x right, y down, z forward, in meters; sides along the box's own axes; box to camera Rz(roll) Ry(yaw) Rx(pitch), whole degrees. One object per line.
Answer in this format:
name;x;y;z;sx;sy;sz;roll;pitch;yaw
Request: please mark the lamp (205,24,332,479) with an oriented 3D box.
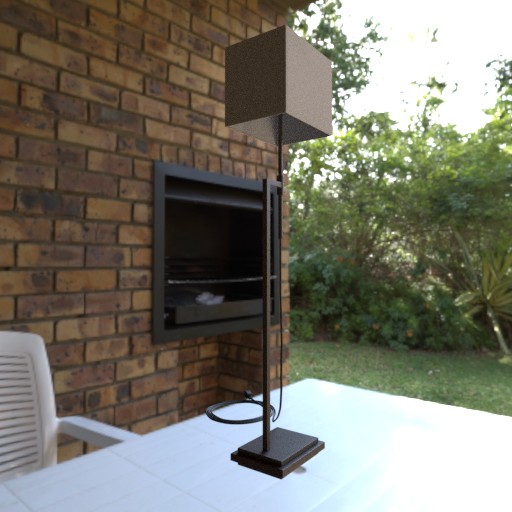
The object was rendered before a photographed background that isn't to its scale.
lamp;0.000;0.000;2.044;0.774;1.600;0.698;-1;-1;36
